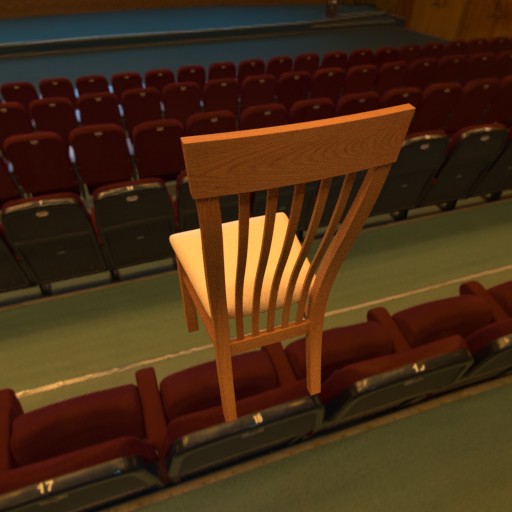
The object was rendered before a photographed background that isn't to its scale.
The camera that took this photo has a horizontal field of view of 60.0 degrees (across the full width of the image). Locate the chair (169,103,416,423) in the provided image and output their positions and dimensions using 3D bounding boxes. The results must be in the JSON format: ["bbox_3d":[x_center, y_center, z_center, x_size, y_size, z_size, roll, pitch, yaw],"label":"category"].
[{"bbox_3d":[0.000,0.000,1.323,0.450,1.050,0.580,-13,42,-15],"label":"chair"}]
